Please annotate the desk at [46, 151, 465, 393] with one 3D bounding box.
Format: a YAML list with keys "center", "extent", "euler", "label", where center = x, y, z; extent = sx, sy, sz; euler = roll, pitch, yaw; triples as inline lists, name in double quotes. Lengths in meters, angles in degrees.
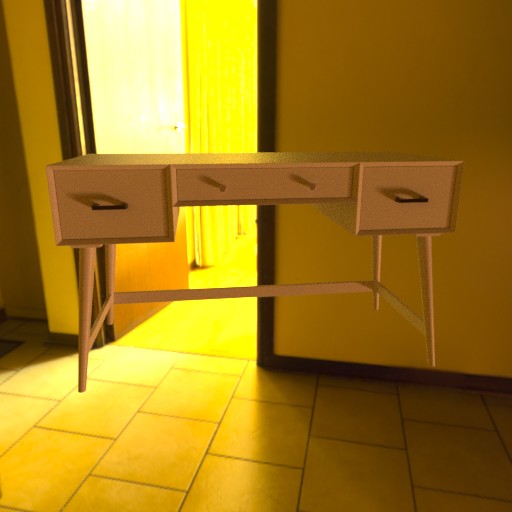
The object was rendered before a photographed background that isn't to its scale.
- center: [0.000, 0.000, 1.747]
  extent: [1.313, 0.762, 0.589]
  euler: [-2, 17, -7]
  label: "desk"
